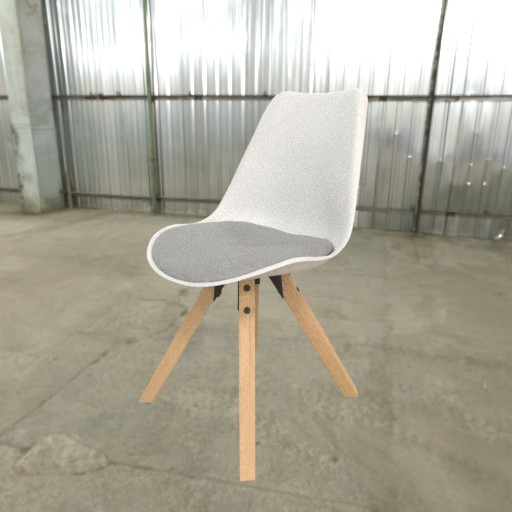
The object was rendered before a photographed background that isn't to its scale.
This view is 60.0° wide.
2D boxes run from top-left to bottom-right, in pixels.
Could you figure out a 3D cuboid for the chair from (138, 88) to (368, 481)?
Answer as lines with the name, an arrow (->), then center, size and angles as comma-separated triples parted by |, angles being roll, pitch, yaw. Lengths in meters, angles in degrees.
chair -> 0.000, 0.000, 1.178 | 0.485, 0.850, 0.550 | 16, 23, 42
